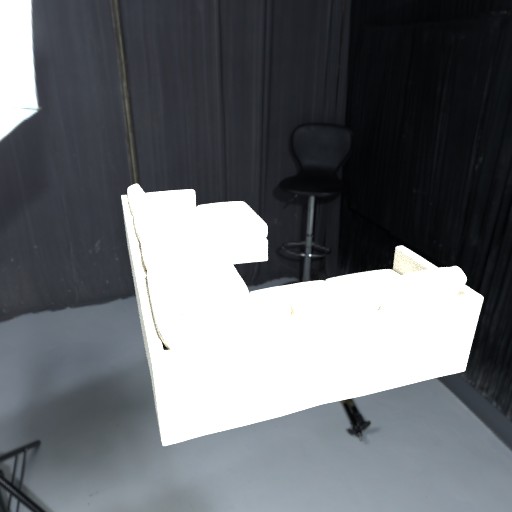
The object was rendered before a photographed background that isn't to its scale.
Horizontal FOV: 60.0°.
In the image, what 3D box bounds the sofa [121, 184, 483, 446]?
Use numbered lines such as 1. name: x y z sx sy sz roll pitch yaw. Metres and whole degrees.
1. sofa: 0.000 0.000 4.513 2.427 0.882 3.460 -8 26 -17
